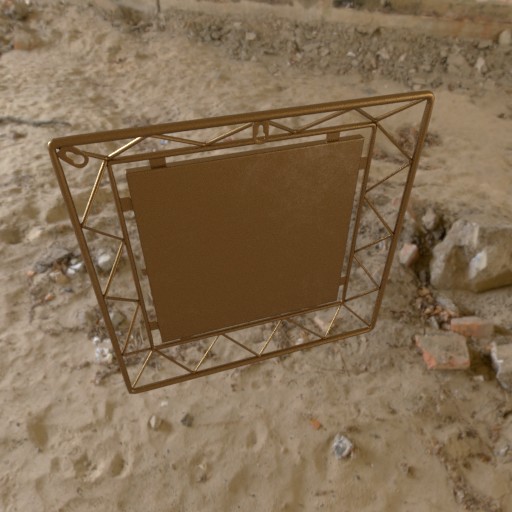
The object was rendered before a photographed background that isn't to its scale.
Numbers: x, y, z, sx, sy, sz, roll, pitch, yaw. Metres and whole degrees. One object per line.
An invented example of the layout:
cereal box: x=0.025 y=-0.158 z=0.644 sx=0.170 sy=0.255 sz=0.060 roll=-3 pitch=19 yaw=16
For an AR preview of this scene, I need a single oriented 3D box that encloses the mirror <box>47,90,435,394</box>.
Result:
mirror: x=0.000 y=0.000 z=0.597 sx=0.416 sy=0.414 sz=0.046 roll=-12 pitch=42 yaw=-13
